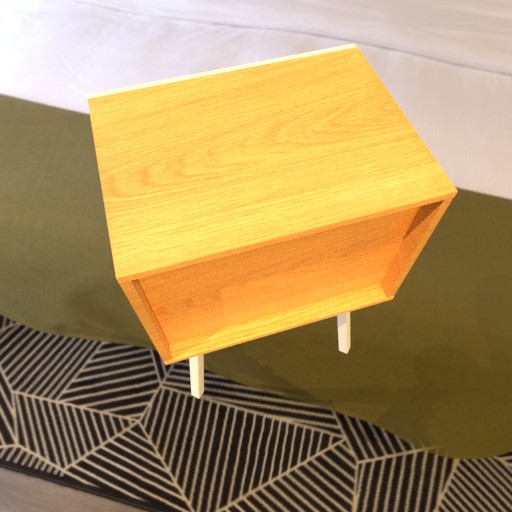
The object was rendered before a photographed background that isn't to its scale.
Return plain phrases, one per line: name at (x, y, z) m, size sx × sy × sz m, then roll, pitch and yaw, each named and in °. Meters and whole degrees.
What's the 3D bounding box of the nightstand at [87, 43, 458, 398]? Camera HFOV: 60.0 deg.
nightstand at (0.000, 0.000, 0.827) m, size 0.400 × 0.601 × 0.316 m, roll -15°, pitch 60°, yaw -9°
